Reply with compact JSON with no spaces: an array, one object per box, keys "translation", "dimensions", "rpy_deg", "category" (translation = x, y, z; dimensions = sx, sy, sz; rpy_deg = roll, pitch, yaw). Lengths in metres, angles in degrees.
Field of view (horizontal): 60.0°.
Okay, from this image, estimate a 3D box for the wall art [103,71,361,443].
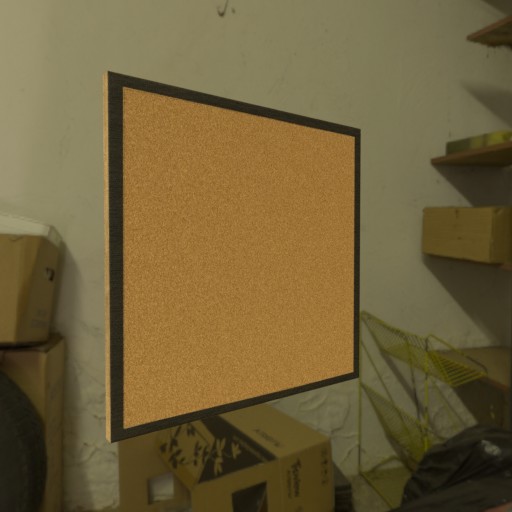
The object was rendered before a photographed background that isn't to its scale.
[{"translation":[0.000,0.000,1.037],"dimensions":[0.695,0.691,0.029],"rpy_deg":[-1,2,-36],"category":"wall art"}]
